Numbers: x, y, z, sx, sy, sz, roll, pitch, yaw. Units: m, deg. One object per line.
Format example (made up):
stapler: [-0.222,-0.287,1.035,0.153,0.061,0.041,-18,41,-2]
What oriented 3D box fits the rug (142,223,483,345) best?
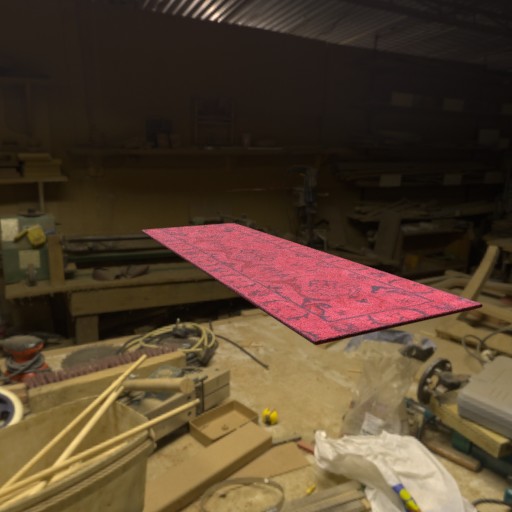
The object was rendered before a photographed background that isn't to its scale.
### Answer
rug: [0.000,0.000,2.661,0.813,0.018,2.439,-6,14,-26]
